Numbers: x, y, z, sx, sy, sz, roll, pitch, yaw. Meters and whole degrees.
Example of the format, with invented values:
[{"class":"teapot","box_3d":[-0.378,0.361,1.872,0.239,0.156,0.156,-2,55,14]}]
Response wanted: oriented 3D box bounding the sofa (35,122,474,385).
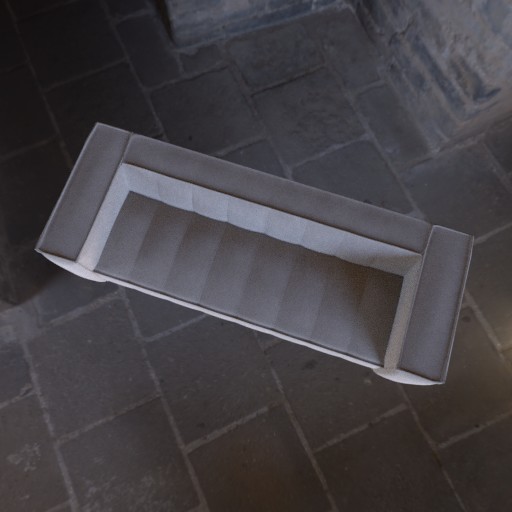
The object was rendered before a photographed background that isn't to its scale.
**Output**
[{"class":"sofa","box_3d":[0.000,0.000,3.148,2.697,0.680,1.038,18,76,4]}]
